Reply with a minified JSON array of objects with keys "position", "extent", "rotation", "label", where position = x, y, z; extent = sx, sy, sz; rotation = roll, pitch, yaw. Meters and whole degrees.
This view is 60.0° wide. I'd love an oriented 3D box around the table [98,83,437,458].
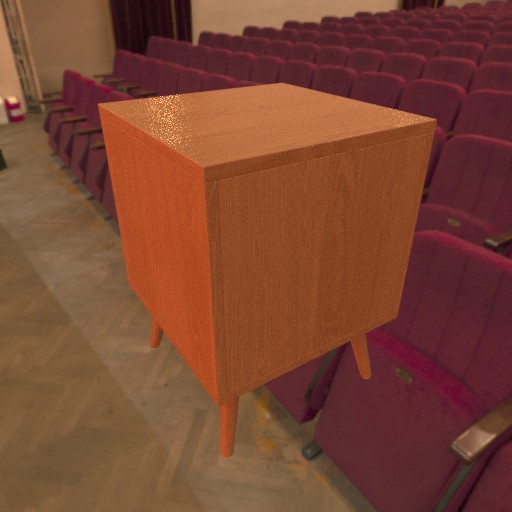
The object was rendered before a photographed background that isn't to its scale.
[{"position":[0.000,0.000,0.864],"extent":[0.400,0.550,0.400],"rotation":[-18,35,-28],"label":"table"}]
